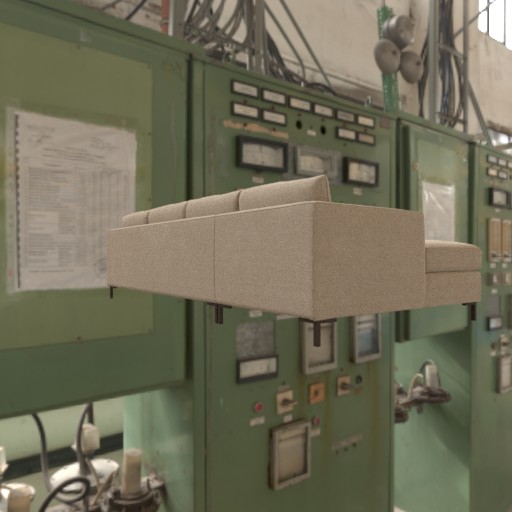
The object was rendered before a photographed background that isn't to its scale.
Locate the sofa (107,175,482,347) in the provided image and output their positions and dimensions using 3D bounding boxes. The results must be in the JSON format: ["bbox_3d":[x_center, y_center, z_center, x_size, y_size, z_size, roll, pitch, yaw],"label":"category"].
[{"bbox_3d":[0.000,0.000,3.549,1.469,0.816,2.923,0,0,-36],"label":"sofa"}]
